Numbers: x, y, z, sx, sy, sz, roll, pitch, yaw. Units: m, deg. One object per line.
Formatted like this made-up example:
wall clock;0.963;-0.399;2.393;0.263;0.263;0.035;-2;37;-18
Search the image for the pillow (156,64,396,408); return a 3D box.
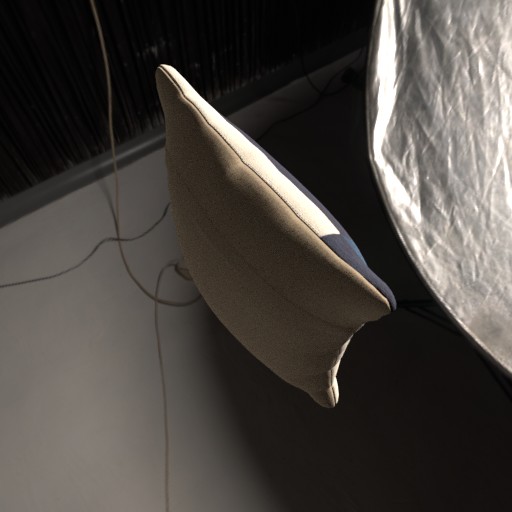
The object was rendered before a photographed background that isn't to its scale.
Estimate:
pillow;0.000;0.000;0.804;0.229;0.506;0.536;-33;65;-17
